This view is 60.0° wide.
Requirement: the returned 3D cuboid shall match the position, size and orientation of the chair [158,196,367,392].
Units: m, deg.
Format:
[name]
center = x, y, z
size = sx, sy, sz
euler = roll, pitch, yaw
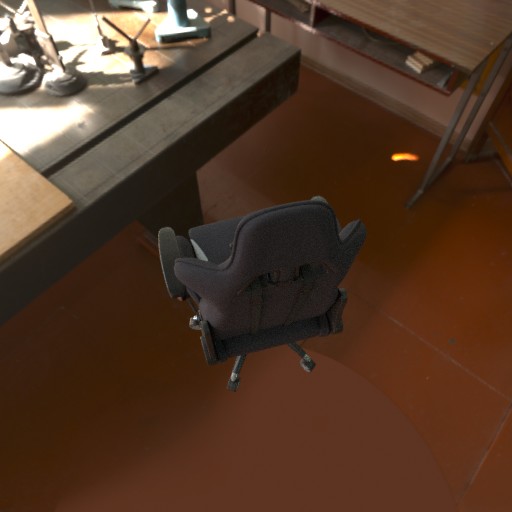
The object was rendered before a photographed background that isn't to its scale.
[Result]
[chair]
center = 0.000, 0.000, 1.751
size = 0.730, 1.300, 0.695
euler = -13, 58, -8
